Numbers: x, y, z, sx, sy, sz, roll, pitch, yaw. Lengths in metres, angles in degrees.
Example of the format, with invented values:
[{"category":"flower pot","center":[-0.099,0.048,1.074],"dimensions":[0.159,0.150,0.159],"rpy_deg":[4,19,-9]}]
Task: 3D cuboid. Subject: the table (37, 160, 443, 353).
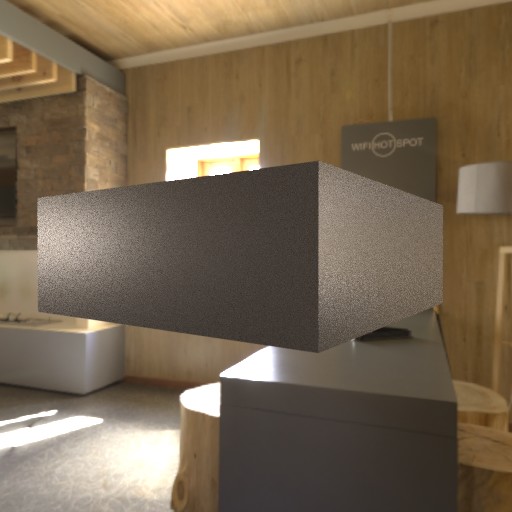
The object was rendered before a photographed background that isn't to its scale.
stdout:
[{"category":"table","center":[0.000,0.000,1.229],"dimensions":[0.801,0.299,0.801],"rpy_deg":[0,1,35]}]
